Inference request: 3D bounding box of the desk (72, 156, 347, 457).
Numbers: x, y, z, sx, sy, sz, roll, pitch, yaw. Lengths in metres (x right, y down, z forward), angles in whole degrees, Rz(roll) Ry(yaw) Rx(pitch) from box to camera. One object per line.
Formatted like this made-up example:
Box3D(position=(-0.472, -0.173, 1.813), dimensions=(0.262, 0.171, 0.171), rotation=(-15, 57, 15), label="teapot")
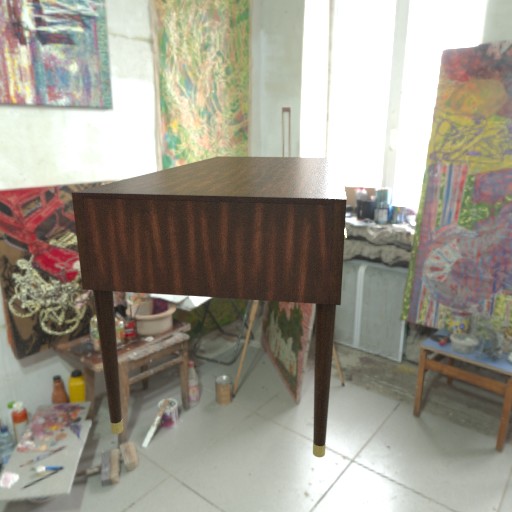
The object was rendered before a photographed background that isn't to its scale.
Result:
Box3D(position=(0.000, 0.000, 1.961), dimensions=(0.724, 0.762, 1.575), rotation=(3, 16, 9), label="desk")
